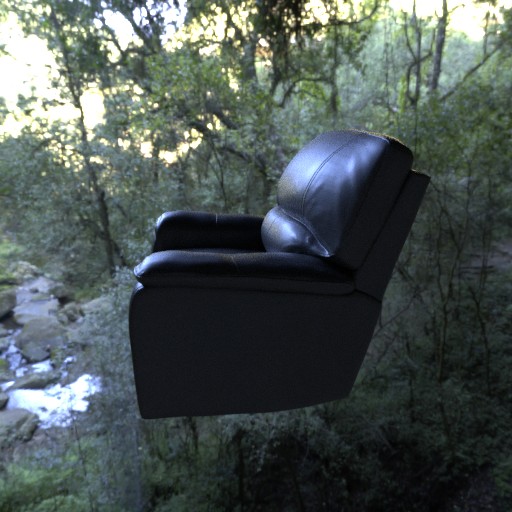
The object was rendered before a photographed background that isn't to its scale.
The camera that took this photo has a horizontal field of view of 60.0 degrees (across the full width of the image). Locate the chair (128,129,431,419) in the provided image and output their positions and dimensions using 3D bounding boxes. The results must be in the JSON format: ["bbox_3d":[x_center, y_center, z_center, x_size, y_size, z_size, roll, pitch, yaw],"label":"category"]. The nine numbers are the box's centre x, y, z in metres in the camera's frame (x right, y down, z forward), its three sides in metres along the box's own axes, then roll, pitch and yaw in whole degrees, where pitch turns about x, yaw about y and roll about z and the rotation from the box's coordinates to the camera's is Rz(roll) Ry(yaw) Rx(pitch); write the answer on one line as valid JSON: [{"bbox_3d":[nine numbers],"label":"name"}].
[{"bbox_3d":[0.000,0.000,2.011,1.087,1.109,1.096,-2,15,-8],"label":"chair"}]
